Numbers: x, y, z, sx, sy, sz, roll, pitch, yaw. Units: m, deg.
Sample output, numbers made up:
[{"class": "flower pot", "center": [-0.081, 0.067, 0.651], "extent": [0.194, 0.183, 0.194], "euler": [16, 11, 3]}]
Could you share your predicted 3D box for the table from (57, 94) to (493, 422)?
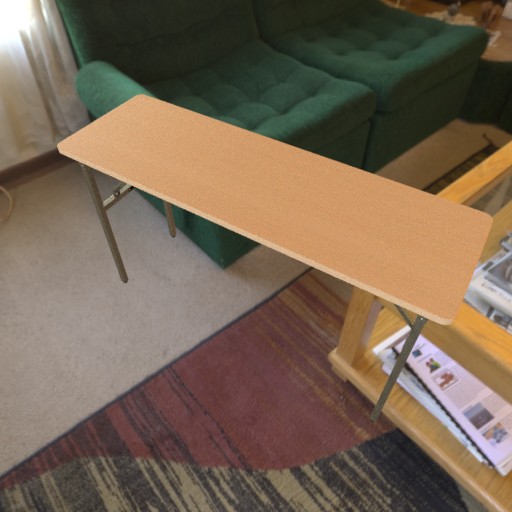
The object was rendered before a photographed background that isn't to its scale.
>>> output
[{"class": "table", "center": [0.000, 0.000, 1.712], "extent": [1.397, 0.750, 0.446], "euler": [25, 52, 21]}]
